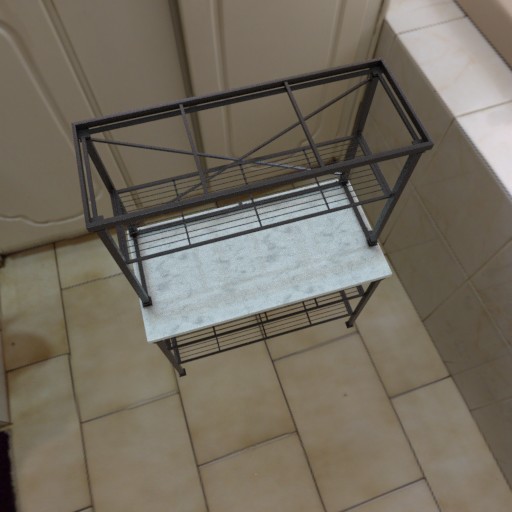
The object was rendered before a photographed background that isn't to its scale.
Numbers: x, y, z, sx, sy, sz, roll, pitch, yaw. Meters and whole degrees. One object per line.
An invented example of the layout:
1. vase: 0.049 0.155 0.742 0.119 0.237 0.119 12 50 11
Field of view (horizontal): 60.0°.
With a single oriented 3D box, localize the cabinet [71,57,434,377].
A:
1. cabinet: 0.000 0.000 2.259 1.210 1.659 0.610 -15 65 -7
